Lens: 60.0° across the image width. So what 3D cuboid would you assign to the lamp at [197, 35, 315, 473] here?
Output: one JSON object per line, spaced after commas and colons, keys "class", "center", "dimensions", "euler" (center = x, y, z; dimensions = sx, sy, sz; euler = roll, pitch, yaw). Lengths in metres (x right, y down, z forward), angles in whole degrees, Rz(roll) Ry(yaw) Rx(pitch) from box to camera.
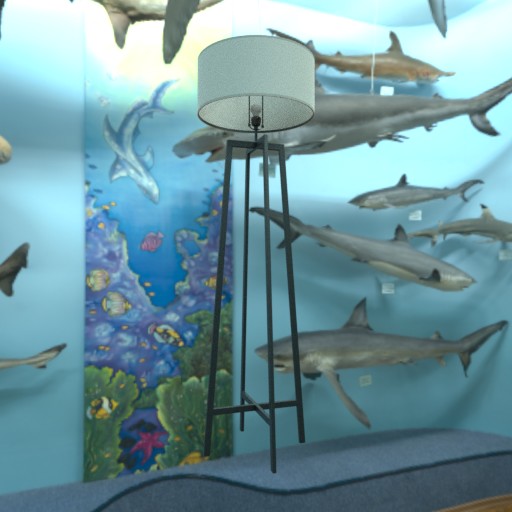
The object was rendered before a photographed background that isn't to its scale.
{"class": "lamp", "center": [0.000, 0.000, 1.739], "dimensions": [0.457, 1.510, 0.456], "euler": [0, 0, -18]}
